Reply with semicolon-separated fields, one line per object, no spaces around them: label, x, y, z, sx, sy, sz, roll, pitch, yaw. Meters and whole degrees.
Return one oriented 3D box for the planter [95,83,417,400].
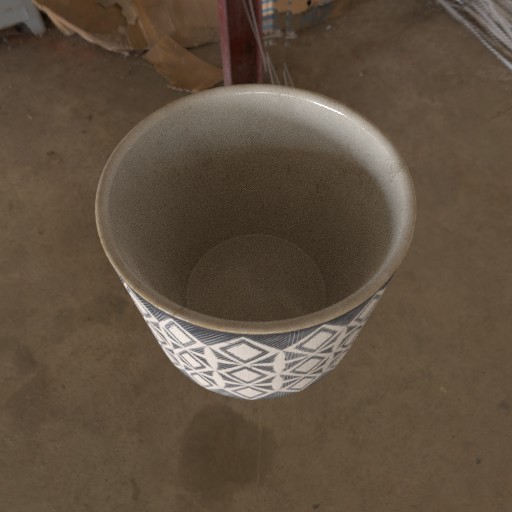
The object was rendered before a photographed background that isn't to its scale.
planter;0.000;0.000;0.339;0.192;0.165;0.192;0;58;0
